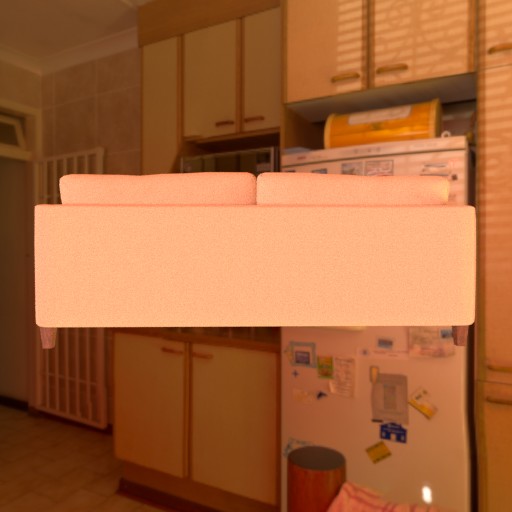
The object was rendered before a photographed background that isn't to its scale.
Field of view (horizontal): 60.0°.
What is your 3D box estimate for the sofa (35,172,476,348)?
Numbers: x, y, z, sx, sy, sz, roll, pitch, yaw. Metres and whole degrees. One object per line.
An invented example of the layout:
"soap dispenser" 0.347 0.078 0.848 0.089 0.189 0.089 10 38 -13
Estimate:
"sofa" 0.000 0.000 2.803 2.361 0.968 0.951 0 1 -1
